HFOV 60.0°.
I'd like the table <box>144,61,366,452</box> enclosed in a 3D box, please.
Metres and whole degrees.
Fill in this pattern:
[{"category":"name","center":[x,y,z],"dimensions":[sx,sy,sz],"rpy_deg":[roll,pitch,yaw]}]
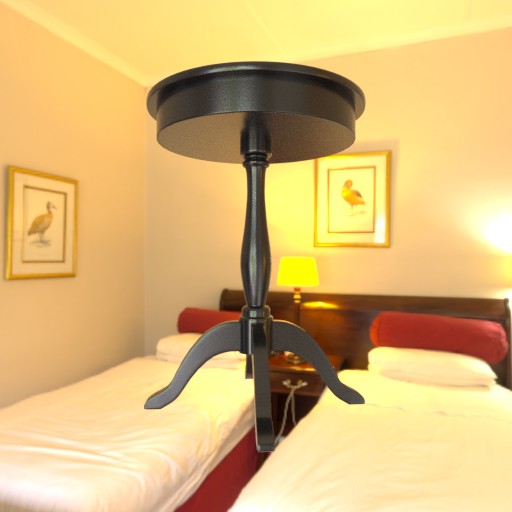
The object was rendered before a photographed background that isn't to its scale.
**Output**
[{"category":"table","center":[0.000,0.000,0.992],"dimensions":[0.481,0.665,0.481],"rpy_deg":[0,0,0]}]
